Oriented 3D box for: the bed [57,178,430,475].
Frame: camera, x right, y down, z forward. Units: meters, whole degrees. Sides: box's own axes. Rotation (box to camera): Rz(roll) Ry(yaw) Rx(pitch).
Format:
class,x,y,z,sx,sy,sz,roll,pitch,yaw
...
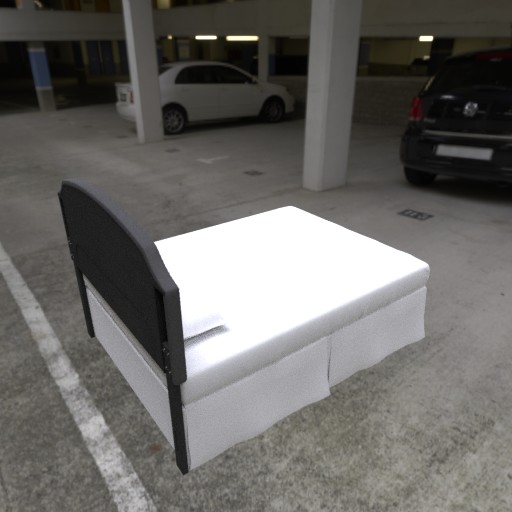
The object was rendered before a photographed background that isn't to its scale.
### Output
class,x,y,z,sx,sy,sz,roll,pitch,yaw
bed,0.000,0.000,2.974,1.999,1.270,1.558,-18,32,-32
